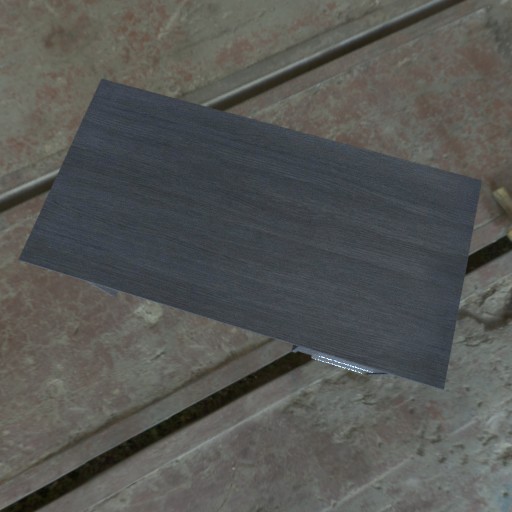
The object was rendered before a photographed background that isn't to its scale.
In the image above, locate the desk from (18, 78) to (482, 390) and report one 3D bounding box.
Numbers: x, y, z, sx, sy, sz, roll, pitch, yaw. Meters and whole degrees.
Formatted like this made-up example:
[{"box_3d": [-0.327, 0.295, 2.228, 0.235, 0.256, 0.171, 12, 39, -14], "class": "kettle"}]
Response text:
[{"box_3d": [0.000, 0.000, 1.507, 1.096, 0.730, 0.560, 16, 75, 4], "class": "desk"}]
